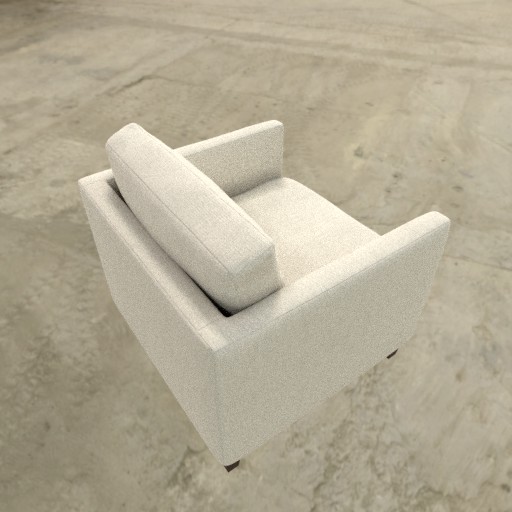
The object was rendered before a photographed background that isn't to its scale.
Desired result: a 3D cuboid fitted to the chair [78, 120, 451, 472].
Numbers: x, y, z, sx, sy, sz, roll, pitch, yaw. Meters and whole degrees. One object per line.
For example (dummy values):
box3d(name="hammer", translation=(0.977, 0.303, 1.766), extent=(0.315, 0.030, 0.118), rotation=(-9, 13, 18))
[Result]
box3d(name="chair", translation=(0.000, 0.000, 1.700), extent=(0.959, 0.919, 0.996), rotation=(-25, 47, -26))
